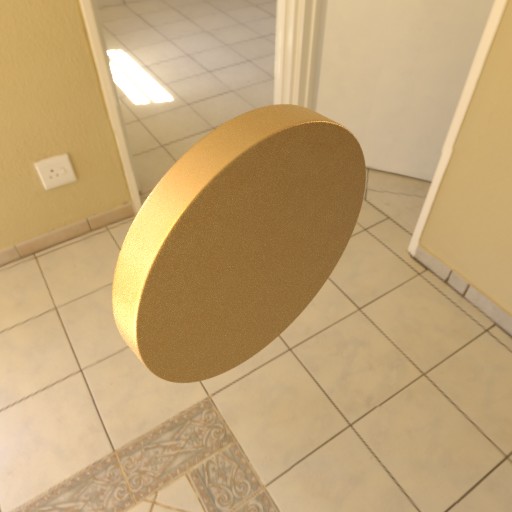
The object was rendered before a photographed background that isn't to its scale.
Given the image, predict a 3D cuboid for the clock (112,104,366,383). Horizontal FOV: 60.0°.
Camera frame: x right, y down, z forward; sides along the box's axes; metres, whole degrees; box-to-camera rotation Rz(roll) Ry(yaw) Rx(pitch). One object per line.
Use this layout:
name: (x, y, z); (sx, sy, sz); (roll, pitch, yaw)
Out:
clock: (0.000, 0.000, 0.473); (0.314, 0.314, 0.040); (-33, 55, -27)
